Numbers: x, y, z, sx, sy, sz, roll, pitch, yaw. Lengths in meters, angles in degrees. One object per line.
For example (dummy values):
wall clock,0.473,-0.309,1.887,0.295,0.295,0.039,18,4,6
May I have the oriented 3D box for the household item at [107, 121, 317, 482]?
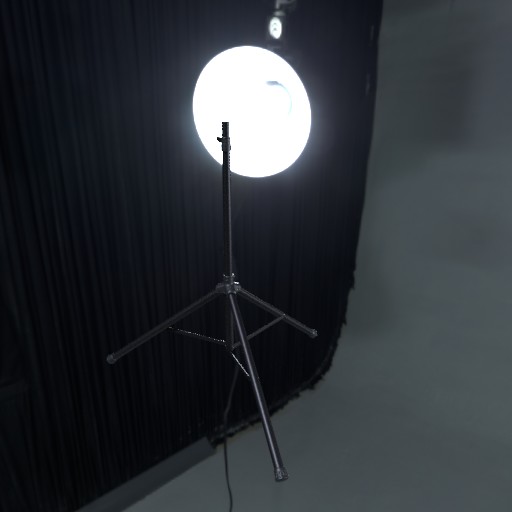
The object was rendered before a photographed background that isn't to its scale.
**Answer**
household item,0.000,0.000,2.746,1.596,1.595,1.339,16,23,42
